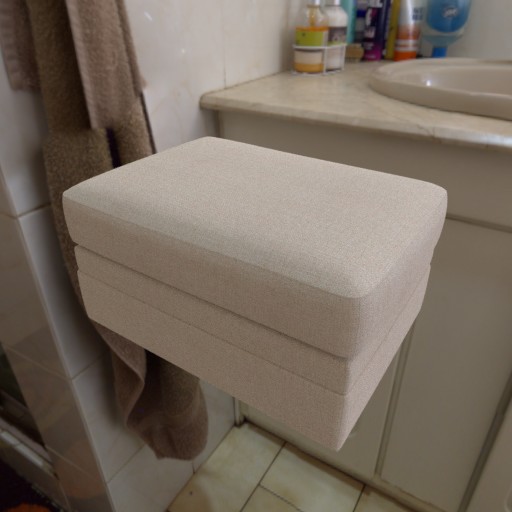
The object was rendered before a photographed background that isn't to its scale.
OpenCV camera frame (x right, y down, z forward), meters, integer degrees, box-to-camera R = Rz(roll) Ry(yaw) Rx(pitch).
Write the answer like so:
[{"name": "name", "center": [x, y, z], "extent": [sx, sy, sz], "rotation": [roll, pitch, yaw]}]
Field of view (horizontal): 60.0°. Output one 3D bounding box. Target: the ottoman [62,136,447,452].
[{"name": "ottoman", "center": [0.000, 0.000, 1.273], "extent": [0.885, 0.478, 0.637], "rotation": [19, 36, 29]}]
